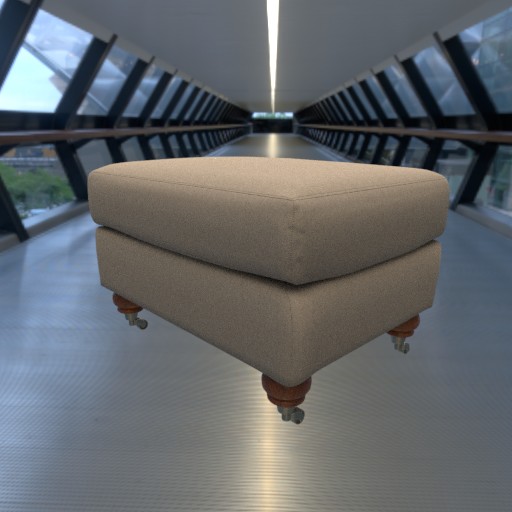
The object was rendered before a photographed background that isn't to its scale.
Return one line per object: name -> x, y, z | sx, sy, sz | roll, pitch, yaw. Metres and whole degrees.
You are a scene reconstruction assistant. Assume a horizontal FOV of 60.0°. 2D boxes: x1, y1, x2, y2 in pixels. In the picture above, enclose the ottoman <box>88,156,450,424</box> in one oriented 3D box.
ottoman -> 0.000, 0.000, 1.156 | 0.574, 0.497, 0.773 | -14, 21, -42
